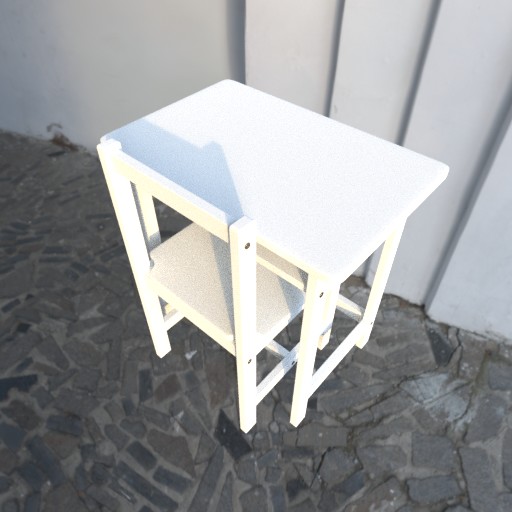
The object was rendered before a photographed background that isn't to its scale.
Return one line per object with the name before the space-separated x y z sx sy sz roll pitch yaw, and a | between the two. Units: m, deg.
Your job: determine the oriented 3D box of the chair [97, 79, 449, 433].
chair | 0.000 0.000 1.058 0.599 0.673 0.461 32 53 28
